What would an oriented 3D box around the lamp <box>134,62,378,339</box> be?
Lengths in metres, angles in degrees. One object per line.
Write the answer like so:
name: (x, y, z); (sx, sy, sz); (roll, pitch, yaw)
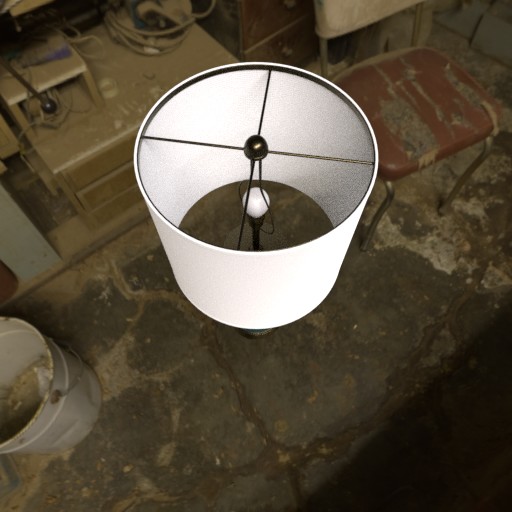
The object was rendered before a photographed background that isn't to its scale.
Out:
lamp: (0.000, 0.000, 0.818); (0.301, 0.630, 0.301); (-34, 68, -16)
